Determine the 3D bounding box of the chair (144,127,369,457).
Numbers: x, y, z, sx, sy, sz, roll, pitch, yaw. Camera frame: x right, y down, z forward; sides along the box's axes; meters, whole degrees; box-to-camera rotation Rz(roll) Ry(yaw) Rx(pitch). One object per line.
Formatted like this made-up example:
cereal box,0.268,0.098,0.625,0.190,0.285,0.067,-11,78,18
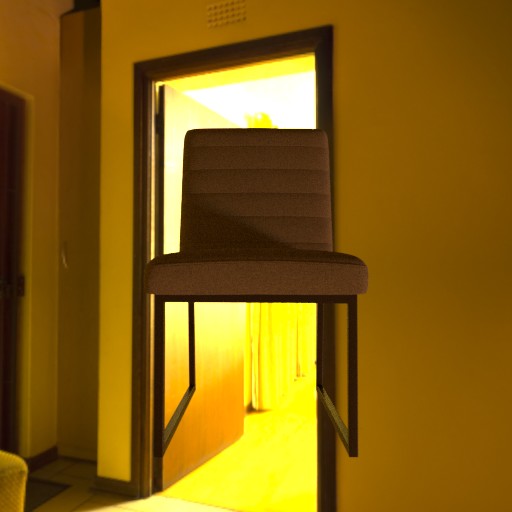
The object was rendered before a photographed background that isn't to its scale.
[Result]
chair,0.000,0.000,1.315,0.520,0.930,0.634,0,-2,0
